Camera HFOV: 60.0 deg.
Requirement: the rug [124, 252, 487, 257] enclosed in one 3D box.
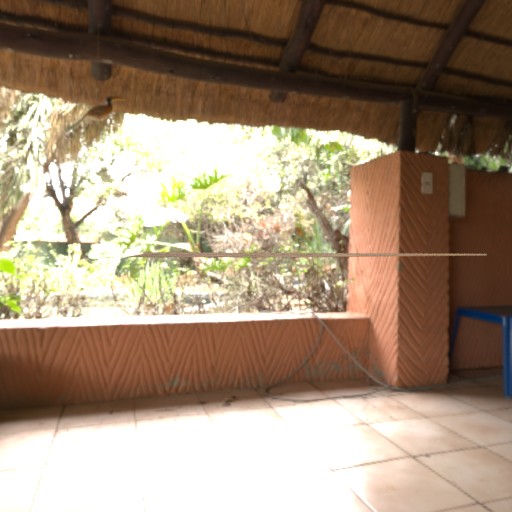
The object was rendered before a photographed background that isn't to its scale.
[{"bbox_3d":[0.000,0.000,2.938,1.611,0.008,2.227,0,0,-18],"label":"rug"}]
